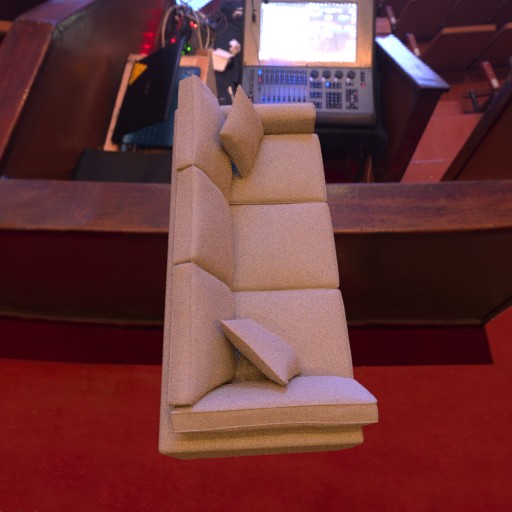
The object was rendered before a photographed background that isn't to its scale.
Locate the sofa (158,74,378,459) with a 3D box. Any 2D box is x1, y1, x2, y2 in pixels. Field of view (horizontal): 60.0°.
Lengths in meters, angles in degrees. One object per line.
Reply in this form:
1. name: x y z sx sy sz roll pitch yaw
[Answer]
1. sofa: 0.000 0.000 2.853 1.061 0.962 2.317 -2 64 -1
